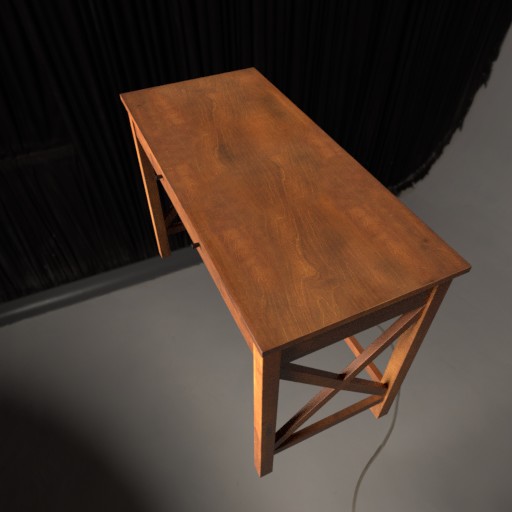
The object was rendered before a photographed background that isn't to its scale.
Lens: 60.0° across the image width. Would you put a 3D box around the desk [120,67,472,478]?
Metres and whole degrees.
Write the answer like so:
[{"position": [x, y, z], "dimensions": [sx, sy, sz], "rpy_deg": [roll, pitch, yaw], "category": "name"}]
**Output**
[{"position": [0.000, 0.000, 1.507], "dimensions": [0.508, 0.762, 1.117], "rpy_deg": [-19, 49, -17], "category": "desk"}]
